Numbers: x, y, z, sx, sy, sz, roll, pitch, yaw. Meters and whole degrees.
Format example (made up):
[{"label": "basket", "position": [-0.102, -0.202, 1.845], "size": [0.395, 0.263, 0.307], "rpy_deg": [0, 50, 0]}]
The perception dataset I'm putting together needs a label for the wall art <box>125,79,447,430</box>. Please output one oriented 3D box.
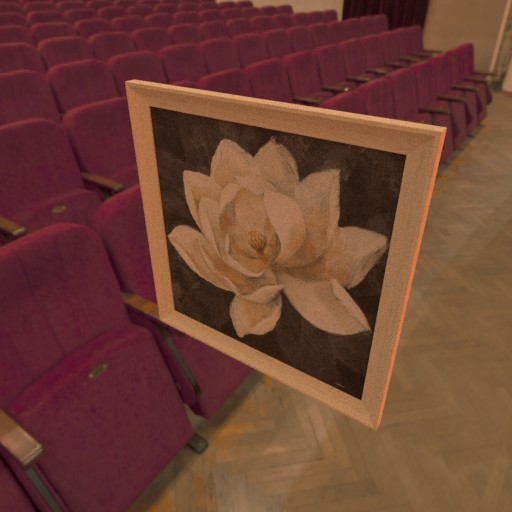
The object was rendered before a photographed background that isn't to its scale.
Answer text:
[{"label": "wall art", "position": [0.000, 0.000, 1.496], "size": [1.016, 1.016, 0.045], "rpy_deg": [20, 37, 29]}]
